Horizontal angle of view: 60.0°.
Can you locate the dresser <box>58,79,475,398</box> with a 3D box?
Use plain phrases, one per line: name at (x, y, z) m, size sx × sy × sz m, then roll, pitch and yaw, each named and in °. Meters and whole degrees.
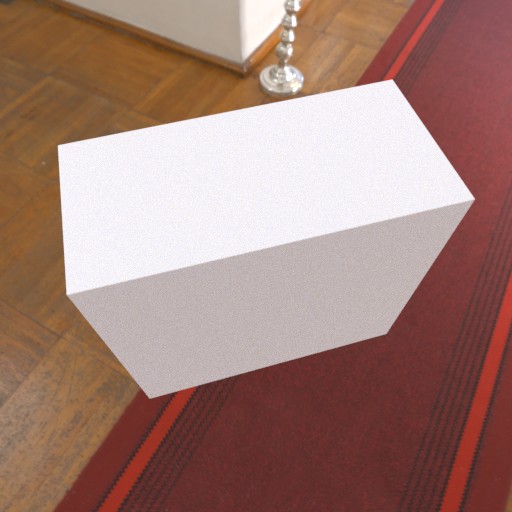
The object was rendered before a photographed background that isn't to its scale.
dresser at (0.000, 0.000, 1.283) m, size 0.830 × 0.740 × 0.420 m, roll -13°, pitch 59°, yaw -8°
